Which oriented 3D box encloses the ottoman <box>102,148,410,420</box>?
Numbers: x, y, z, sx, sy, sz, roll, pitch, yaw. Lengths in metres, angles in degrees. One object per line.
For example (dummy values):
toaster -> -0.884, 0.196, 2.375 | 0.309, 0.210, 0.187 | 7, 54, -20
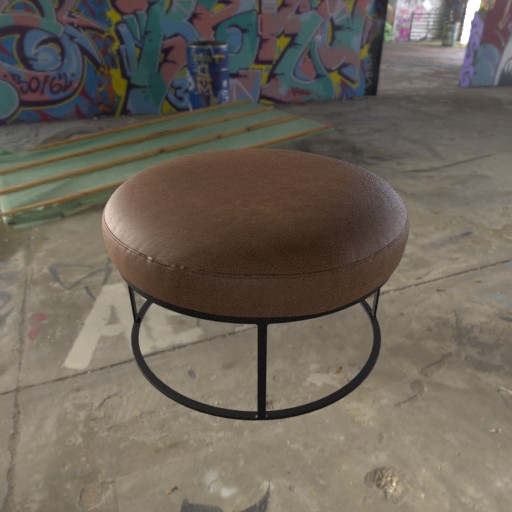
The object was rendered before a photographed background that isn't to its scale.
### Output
ottoman -> 0.000, 0.000, 1.231 | 0.771, 0.460, 0.771 | 0, 29, 0
